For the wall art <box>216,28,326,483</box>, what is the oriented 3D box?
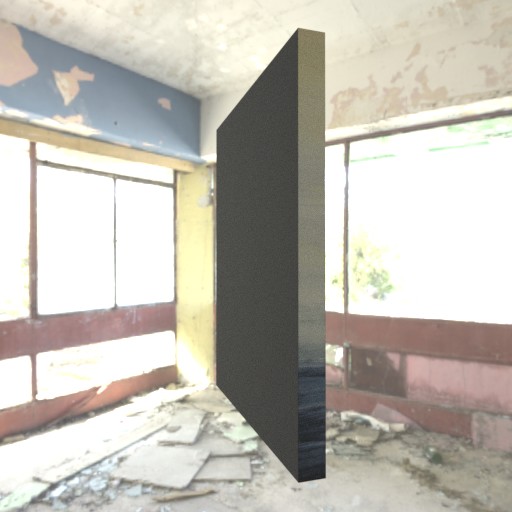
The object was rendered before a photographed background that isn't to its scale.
[{"bbox_3d":[0.000,0.000,0.831,0.040,0.608,0.489,0,-1,-18],"label":"wall art"}]
